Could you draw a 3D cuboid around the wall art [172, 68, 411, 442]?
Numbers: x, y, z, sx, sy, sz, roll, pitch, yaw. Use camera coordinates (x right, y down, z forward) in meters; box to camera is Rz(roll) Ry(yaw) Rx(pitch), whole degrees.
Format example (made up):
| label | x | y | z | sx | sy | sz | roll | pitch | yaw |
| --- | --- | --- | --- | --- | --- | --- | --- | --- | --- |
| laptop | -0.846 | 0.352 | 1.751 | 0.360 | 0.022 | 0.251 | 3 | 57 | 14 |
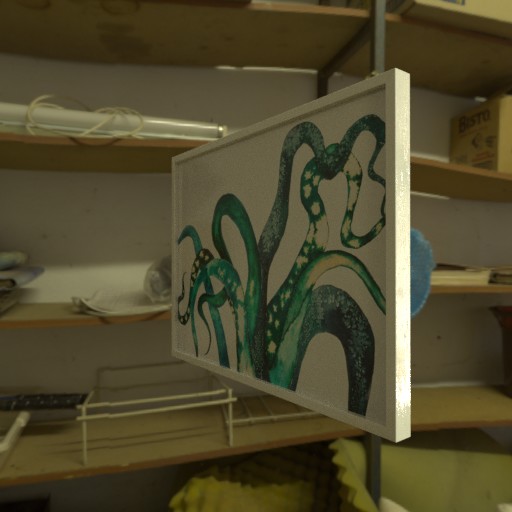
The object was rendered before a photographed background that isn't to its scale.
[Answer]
| label | x | y | z | sx | sy | sz | roll | pitch | yaw |
| --- | --- | --- | --- | --- | --- | --- | --- | --- | --- |
| wall art | 0.000 | 0.000 | 1.361 | 0.053 | 0.787 | 1.041 | 0 | 0 | -37 |
